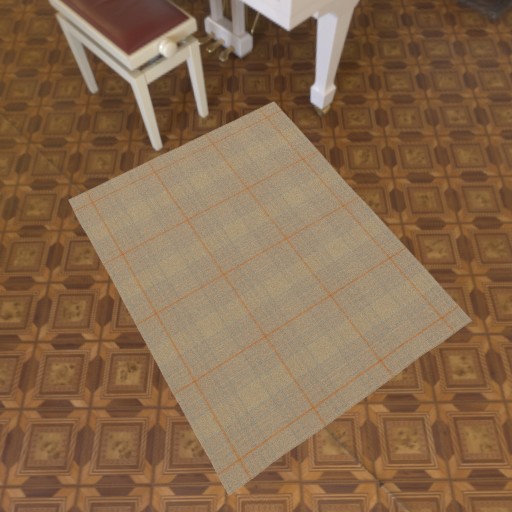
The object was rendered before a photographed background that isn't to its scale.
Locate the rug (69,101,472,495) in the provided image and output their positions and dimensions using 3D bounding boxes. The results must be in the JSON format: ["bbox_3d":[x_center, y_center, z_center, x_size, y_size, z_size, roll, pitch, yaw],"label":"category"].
[{"bbox_3d":[0.000,0.000,4.079,2.448,0.021,3.051,-30,67,-14],"label":"rug"}]
